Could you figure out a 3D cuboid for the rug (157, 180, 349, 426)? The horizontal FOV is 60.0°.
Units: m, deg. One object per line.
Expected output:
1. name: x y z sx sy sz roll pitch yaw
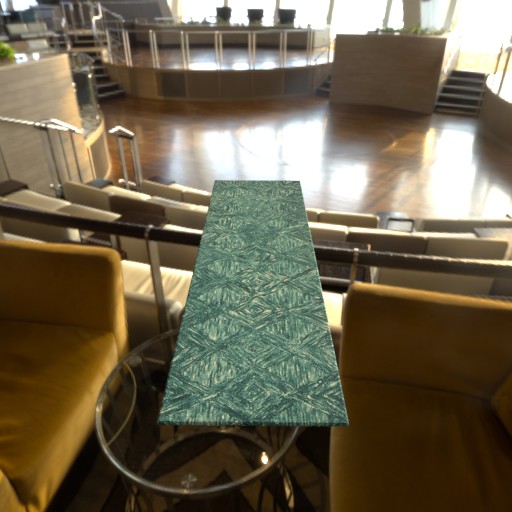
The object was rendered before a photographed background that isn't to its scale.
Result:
1. rug: 0.000 0.000 2.533 0.676 0.016 2.286 0 31 0
